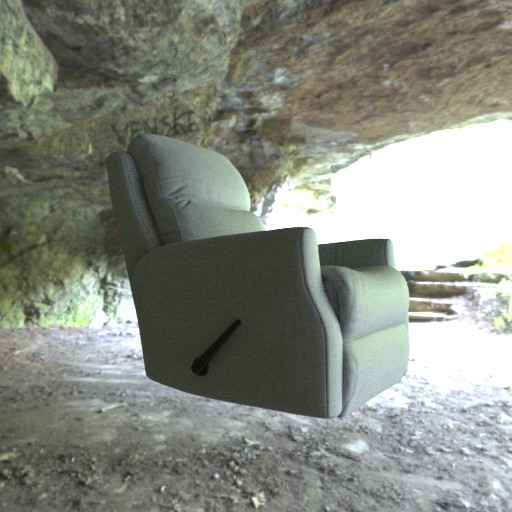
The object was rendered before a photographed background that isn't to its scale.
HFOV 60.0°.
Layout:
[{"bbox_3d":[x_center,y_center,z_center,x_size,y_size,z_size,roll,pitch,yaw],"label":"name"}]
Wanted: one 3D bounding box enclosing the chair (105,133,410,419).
[{"bbox_3d":[0.000,0.000,1.778,1.080,1.030,0.829,-1,-2,36],"label":"chair"}]
